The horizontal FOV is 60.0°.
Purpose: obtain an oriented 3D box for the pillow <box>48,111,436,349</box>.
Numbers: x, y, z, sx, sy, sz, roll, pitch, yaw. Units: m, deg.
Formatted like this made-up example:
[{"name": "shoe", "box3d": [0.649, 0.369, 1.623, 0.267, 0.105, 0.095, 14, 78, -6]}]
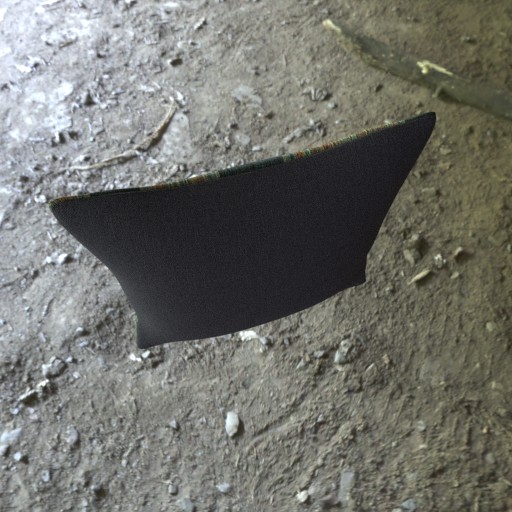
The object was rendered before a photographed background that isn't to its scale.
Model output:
[{"name": "pillow", "box3d": [0.000, 0.000, 0.642, 0.437, 0.419, 0.136, -15, 60, -9]}]
